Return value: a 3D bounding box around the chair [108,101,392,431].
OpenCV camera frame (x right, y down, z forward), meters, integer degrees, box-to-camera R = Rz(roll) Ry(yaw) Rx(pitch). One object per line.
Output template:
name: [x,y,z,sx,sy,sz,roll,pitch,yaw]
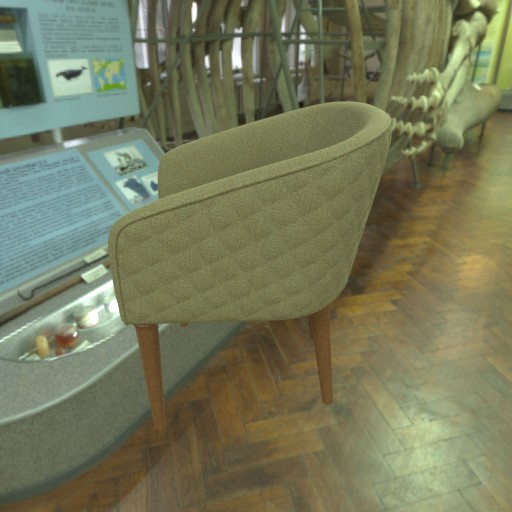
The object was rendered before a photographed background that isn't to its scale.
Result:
chair: [0.000,0.000,1.213,0.616,0.775,0.584,0,27,0]
